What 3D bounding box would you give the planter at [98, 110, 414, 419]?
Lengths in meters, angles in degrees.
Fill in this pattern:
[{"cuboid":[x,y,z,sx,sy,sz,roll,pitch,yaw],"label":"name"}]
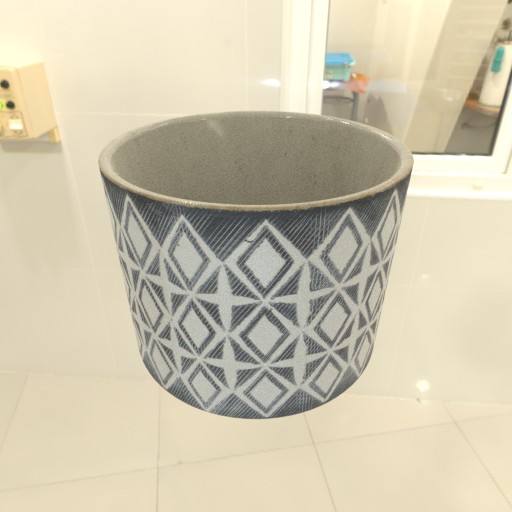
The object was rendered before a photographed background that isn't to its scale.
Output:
[{"cuboid":[0.000,0.000,0.324,0.192,0.165,0.192,0,31,0],"label":"planter"}]
